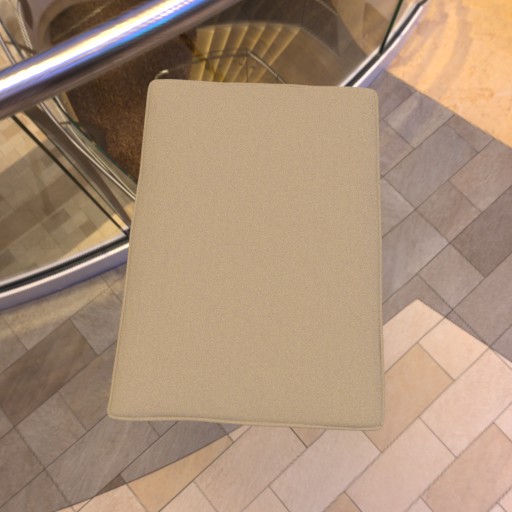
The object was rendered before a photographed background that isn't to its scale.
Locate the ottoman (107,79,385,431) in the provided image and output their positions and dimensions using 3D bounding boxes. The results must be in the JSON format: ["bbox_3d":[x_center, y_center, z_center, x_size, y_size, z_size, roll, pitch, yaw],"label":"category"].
[{"bbox_3d":[0.000,0.000,1.313,0.703,0.479,0.944,3,76,1],"label":"ottoman"}]
